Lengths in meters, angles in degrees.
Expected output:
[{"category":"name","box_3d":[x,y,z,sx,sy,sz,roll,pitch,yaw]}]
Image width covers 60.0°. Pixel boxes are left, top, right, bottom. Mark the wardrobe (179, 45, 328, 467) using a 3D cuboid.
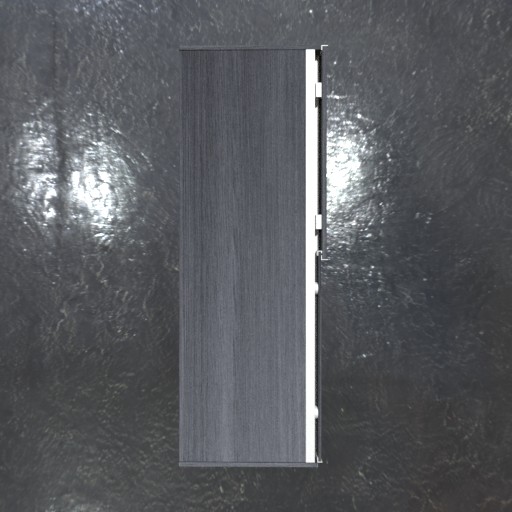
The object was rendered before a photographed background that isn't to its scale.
[{"category":"wardrobe","box_3d":[0.000,0.000,2.845,0.629,1.960,1.780,0,90,1]}]
